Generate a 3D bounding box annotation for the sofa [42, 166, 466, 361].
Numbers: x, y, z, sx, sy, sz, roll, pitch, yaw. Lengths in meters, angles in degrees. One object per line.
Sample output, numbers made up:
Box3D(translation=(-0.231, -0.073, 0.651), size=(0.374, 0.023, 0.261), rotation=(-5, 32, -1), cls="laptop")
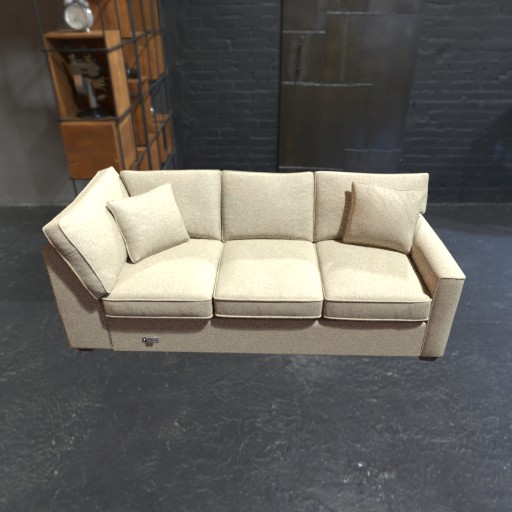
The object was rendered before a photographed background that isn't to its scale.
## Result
Box3D(translation=(0.000, 0.000, 2.927), size=(2.323, 0.948, 1.053), rotation=(1, 30, 1), cls="sofa")
